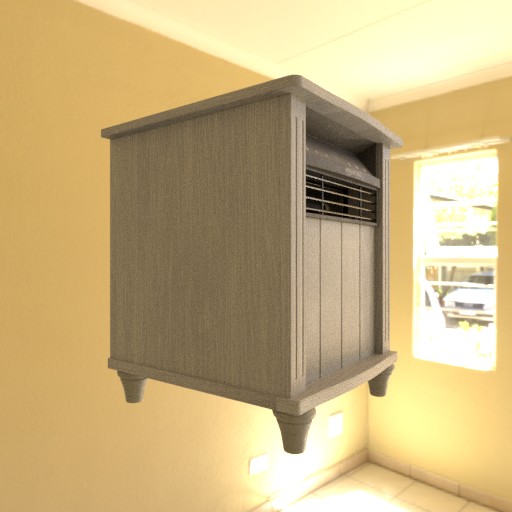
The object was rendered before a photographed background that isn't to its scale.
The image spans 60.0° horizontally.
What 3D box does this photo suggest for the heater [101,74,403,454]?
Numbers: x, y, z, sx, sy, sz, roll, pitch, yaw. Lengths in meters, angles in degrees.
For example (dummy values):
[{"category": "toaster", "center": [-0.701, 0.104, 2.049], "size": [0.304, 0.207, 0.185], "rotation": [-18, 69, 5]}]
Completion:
[{"category": "heater", "center": [0.000, 0.000, 0.756], "size": [0.400, 0.481, 0.362], "rotation": [0, 0, 37]}]
